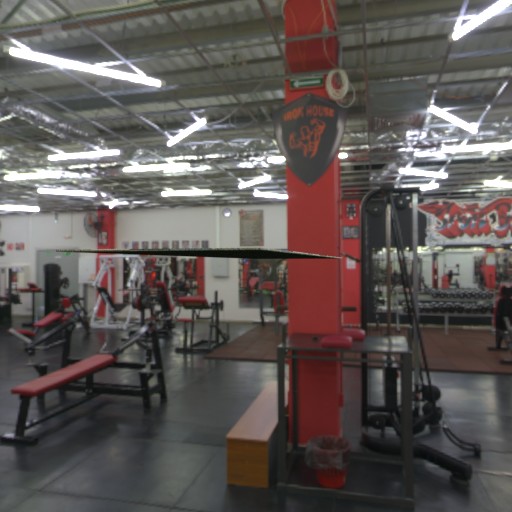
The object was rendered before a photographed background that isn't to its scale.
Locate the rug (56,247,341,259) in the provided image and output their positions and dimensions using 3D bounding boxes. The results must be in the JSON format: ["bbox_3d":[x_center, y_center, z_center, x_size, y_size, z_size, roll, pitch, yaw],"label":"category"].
[{"bbox_3d":[0.000,0.000,2.636,0.774,0.008,2.437,0,-1,17],"label":"rug"}]
